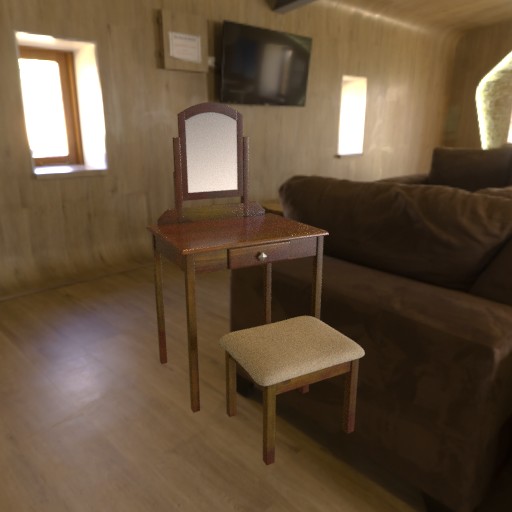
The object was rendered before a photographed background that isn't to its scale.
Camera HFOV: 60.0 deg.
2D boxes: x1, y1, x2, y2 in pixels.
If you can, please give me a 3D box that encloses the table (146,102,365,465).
[{"bbox_3d":[0.000,0.000,2.405,0.876,1.631,1.211,-8,18,-27],"label":"table"}]
